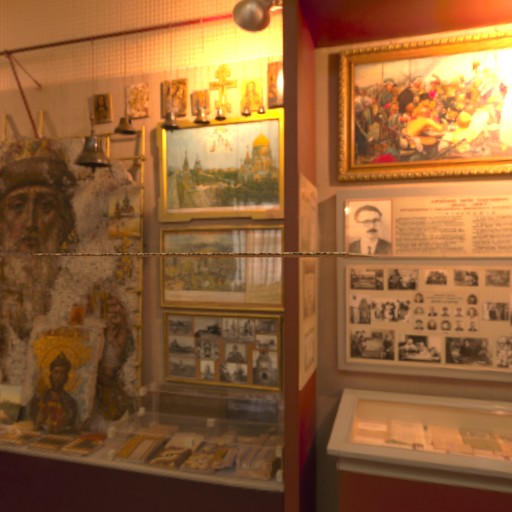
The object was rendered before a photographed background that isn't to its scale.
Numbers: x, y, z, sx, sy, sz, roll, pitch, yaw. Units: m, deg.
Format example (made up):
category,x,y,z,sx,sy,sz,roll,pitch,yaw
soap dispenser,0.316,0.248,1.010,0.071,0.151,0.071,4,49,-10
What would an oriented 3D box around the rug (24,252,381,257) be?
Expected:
category,x,y,z,sx,sy,sz,roll,pitch,yaw
rug,0.000,0.000,3.016,1.544,0.010,2.435,0,0,19
